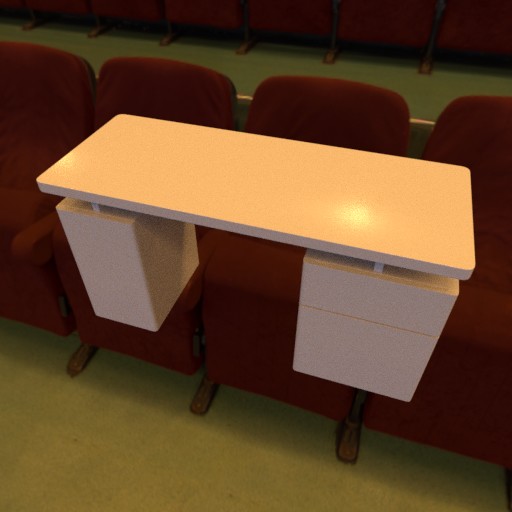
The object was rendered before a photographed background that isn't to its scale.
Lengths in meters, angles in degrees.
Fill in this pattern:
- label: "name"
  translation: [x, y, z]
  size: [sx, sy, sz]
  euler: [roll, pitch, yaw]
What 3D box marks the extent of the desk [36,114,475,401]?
- label: "desk"
  translation: [0.000, 0.000, 1.779]
  size: [1.400, 0.762, 0.550]
  euler: [12, 44, 13]
